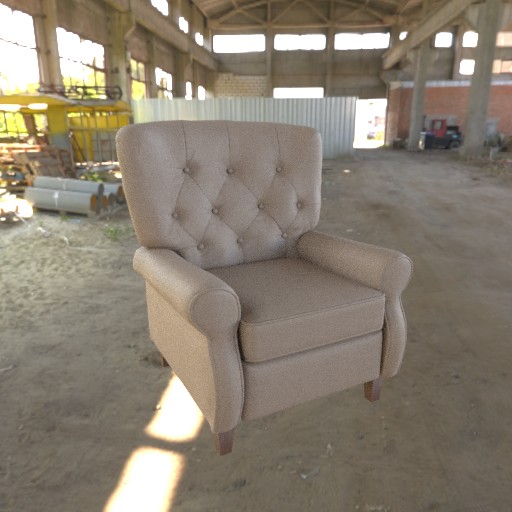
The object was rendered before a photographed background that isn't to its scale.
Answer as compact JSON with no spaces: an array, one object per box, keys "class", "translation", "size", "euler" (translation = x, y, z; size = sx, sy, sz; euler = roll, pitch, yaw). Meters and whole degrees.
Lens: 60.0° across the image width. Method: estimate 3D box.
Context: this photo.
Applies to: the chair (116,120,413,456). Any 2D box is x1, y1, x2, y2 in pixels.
[{"class":"chair","translation":[0.000,0.000,1.907],"size":[0.999,1.138,1.041],"euler":[-8,17,-27]}]
